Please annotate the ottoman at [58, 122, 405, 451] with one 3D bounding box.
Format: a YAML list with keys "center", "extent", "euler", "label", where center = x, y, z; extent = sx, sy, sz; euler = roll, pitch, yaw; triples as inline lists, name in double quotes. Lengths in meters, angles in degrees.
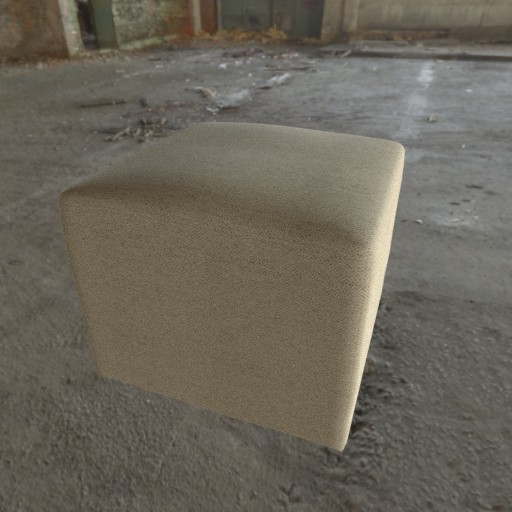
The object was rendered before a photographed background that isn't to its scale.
- center: [0.000, 0.000, 0.925]
  extent: [0.512, 0.453, 0.521]
  euler: [11, 32, 18]
  label: "ottoman"
